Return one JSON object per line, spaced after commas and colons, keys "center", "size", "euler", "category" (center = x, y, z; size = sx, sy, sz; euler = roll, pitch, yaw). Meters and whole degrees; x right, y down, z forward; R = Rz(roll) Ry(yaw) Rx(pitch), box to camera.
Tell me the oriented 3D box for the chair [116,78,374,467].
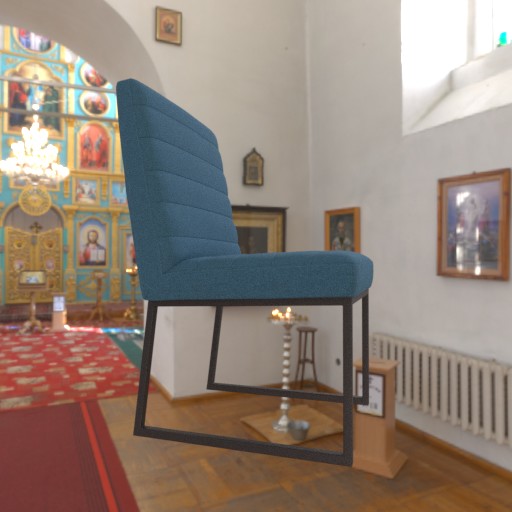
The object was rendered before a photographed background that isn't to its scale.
{"center": [0.000, 0.000, 1.286], "size": [0.634, 0.930, 0.520], "euler": [0, -1, 19], "category": "chair"}
